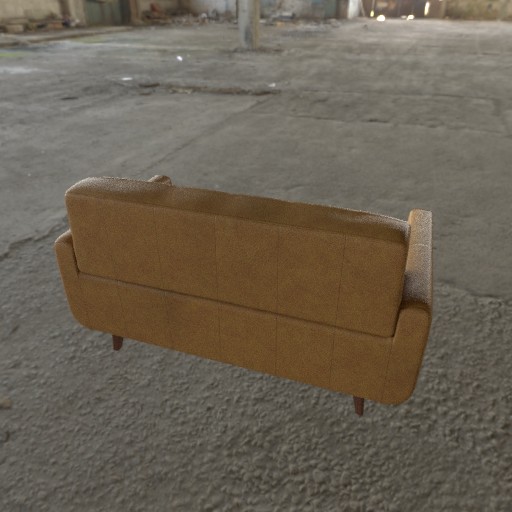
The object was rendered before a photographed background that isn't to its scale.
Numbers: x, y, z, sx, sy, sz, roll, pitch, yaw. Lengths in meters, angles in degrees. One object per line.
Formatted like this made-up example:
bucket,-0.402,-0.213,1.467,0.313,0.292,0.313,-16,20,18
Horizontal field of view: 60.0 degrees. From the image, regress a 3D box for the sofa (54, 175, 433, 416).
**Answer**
sofa,0.000,0.000,2.253,1.651,0.925,0.952,10,32,16
